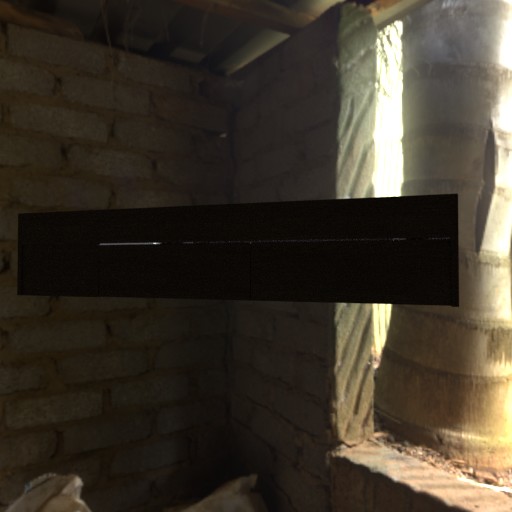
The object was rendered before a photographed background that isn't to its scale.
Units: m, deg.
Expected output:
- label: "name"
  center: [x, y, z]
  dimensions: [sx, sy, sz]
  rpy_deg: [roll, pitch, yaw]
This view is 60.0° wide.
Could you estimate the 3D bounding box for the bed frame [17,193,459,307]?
- label: "bed frame"
  center: [0.000, 0.000, 2.524]
  dimensions: [1.944, 0.459, 1.448]
  rpy_deg: [0, -1, 18]
